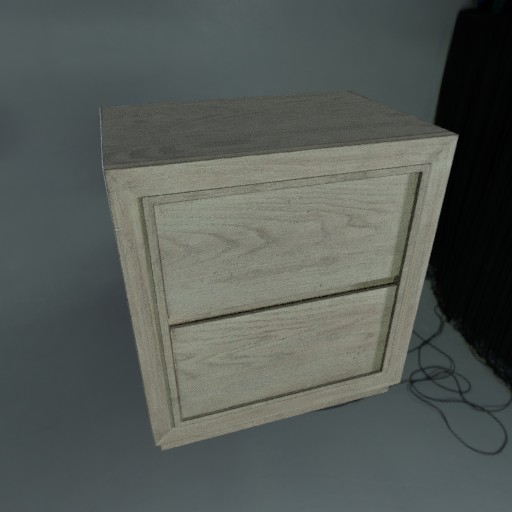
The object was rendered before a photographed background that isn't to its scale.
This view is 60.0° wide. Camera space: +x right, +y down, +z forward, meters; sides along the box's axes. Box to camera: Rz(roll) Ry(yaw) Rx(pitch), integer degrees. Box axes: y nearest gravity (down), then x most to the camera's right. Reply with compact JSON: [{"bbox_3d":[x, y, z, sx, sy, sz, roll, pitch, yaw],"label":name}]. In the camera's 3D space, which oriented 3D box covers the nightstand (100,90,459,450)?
[{"bbox_3d":[0.000,0.000,1.083,0.612,0.673,0.483,-9,32,-15],"label":"nightstand"}]
